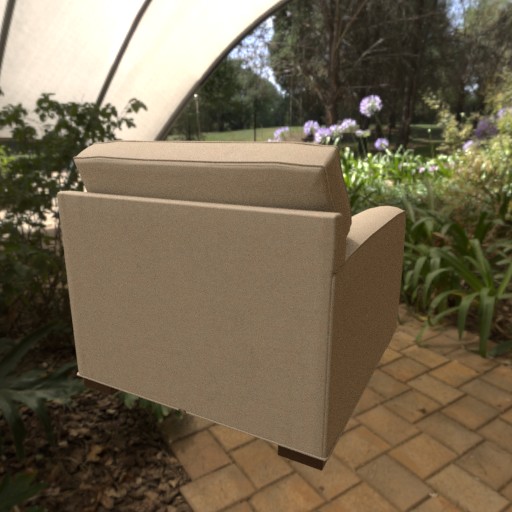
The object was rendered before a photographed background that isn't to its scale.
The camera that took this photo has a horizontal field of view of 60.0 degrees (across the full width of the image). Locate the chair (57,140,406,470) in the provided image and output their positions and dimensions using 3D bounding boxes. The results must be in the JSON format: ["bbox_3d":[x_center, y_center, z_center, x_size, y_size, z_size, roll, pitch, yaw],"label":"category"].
[{"bbox_3d":[0.000,0.000,1.794,0.998,0.913,1.043,8,17,27],"label":"chair"}]
